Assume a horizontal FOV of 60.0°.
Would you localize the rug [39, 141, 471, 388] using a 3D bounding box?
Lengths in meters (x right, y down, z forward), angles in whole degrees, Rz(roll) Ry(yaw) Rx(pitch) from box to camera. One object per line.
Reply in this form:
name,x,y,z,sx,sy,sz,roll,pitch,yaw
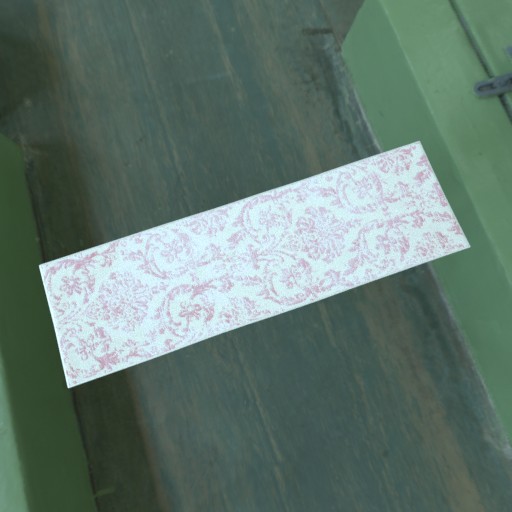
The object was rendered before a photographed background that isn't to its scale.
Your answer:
rug,0.000,0.000,2.350,2.196,0.011,0.662,-19,77,-5
